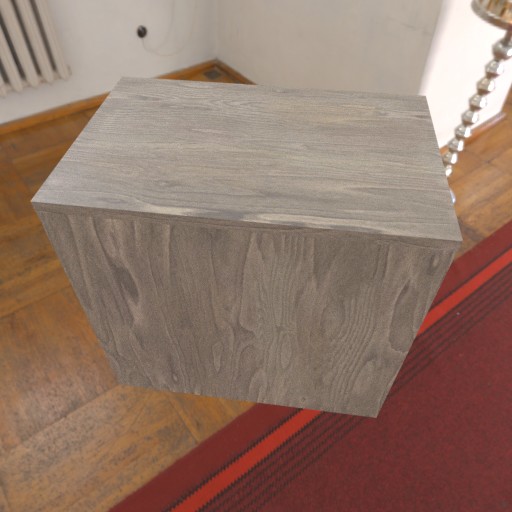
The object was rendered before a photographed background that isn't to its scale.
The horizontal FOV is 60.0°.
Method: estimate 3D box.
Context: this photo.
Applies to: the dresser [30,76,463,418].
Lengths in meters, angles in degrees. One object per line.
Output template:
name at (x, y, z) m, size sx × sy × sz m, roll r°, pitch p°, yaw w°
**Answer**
dresser at (0.000, 0.000, 1.277) m, size 0.809 × 0.762 × 0.529 m, roll 6°, pitch 48°, yaw 5°
